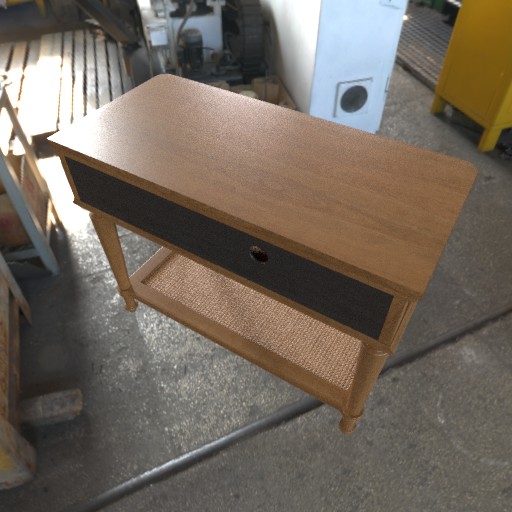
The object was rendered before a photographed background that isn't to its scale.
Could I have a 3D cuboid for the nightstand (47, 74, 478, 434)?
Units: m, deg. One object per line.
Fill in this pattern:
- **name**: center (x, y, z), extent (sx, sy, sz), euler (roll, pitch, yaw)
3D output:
- **nightstand**: center (0.000, 0.000, 1.279), extent (0.914, 0.700, 0.432), euler (24, 51, 21)
